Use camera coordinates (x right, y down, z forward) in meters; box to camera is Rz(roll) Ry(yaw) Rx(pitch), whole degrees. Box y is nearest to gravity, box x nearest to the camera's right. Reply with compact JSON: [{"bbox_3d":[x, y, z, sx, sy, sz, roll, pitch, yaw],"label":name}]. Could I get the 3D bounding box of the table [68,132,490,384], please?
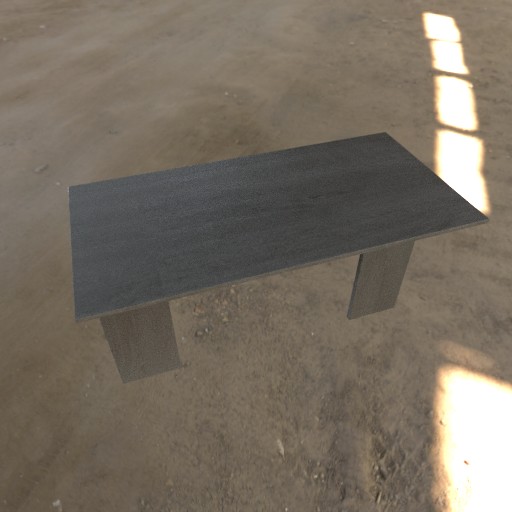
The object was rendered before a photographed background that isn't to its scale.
[{"bbox_3d":[0.000,0.000,1.434,1.000,0.570,0.711,-13,44,-14],"label":"table"}]
